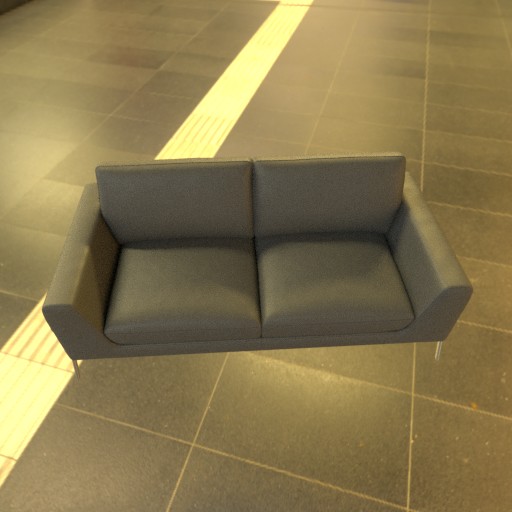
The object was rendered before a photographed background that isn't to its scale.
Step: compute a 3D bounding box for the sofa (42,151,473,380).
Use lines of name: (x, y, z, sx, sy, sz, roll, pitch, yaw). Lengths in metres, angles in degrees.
sofa: (0.000, 0.000, 2.473, 2.017, 0.875, 0.953, -2, 45, -2)
